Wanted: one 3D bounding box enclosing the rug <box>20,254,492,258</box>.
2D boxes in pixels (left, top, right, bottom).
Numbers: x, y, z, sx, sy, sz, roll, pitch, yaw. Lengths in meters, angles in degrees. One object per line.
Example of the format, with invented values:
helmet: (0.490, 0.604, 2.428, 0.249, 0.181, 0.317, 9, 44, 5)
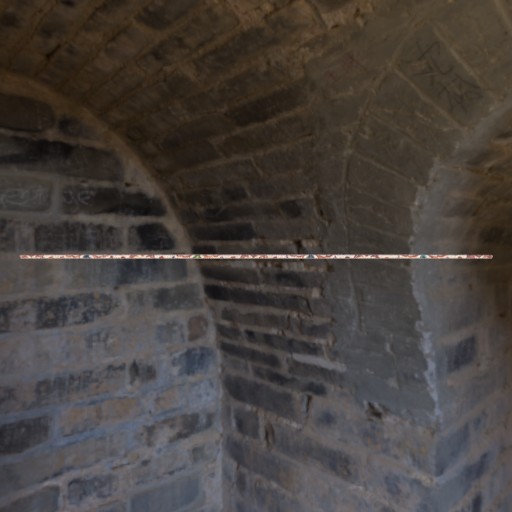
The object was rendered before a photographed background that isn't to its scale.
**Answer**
rug: (0.000, 0.000, 2.916, 2.297, 0.018, 1.541, 0, 0, 0)
